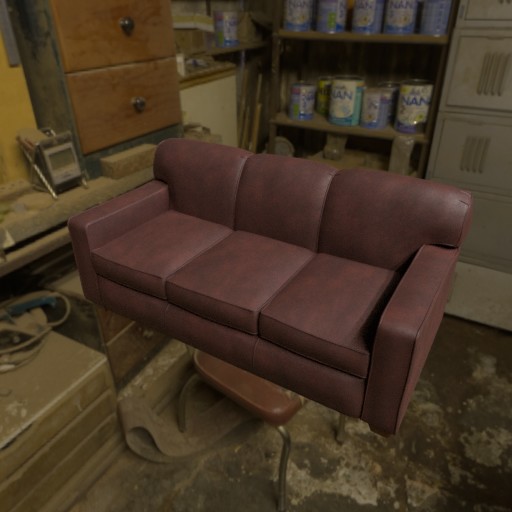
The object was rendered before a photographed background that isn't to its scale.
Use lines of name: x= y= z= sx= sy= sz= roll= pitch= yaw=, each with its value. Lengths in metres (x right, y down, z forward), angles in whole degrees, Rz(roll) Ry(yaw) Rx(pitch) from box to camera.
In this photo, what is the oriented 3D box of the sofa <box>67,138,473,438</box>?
sofa: x=0.000 y=0.000 z=2.533 sx=2.039 sy=0.953 sz=1.008 roll=17 pitch=34 yaw=27
